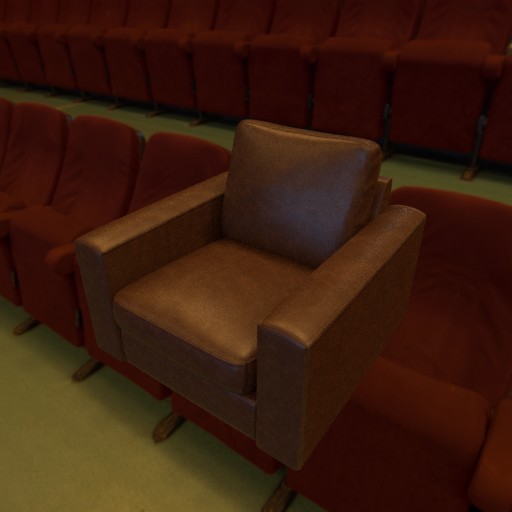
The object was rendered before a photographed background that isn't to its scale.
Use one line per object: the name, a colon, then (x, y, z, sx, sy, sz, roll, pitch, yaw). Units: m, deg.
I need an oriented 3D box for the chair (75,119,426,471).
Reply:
chair: (0.000, 0.000, 1.767, 1.005, 0.873, 1.016, 20, 36, 30)
